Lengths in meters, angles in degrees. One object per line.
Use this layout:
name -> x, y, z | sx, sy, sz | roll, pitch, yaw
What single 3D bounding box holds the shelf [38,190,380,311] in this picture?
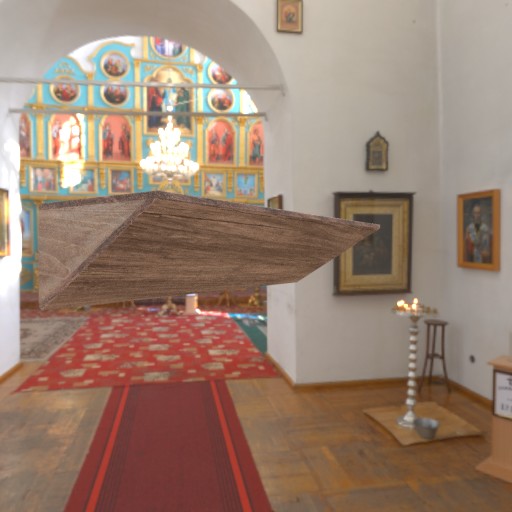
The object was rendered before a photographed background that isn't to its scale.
shelf -> 0.000, 0.000, 0.714 | 0.200, 0.125, 0.610 | 0, 0, 34
